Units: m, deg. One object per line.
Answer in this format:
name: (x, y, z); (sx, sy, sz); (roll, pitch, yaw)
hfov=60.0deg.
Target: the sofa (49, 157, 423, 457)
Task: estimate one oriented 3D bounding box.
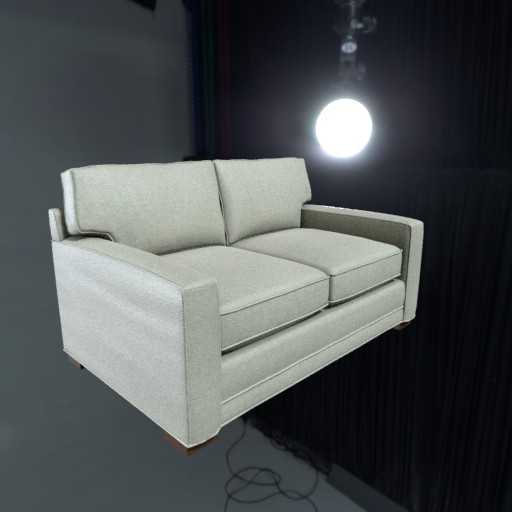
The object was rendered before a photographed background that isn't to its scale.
sofa: (0.000, 0.000, 2.053); (0.940, 0.853, 1.484); (14, 20, 43)
